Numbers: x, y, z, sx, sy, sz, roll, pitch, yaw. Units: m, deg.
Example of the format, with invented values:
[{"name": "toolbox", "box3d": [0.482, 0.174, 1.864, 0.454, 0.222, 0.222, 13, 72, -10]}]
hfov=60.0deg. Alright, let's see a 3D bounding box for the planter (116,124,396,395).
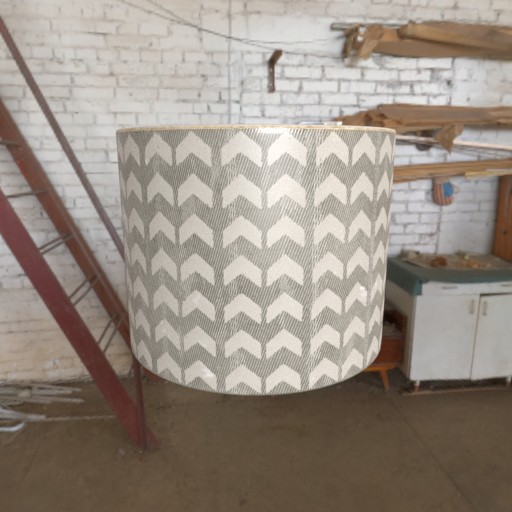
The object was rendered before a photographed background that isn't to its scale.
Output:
[{"name": "planter", "box3d": [0.000, 0.000, 0.335, 0.190, 0.181, 0.190, 0, 13, 0]}]
